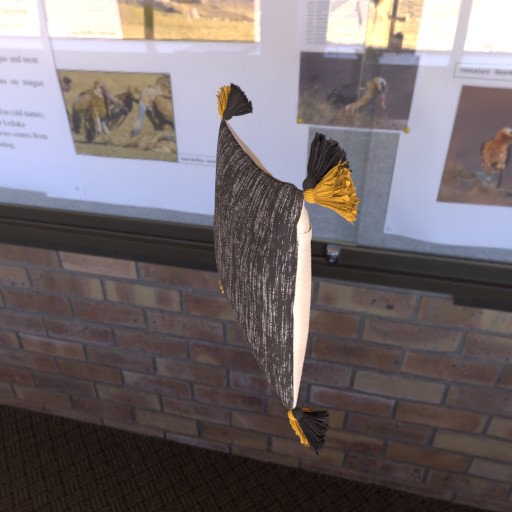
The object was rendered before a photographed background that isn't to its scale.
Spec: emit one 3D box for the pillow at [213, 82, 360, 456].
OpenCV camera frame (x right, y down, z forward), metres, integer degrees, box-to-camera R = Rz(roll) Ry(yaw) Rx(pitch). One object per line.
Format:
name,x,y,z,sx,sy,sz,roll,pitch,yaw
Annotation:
pillow,0.000,0.000,0.979,0.139,0.659,0.654,-10,33,-16
